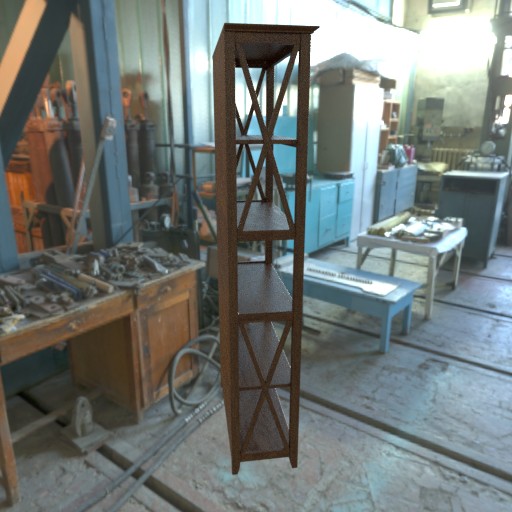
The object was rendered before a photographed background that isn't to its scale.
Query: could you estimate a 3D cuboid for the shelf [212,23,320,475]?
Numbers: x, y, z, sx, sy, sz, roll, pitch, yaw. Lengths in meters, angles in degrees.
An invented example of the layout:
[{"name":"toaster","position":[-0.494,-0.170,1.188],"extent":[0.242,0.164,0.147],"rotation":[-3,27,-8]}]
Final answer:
[{"name":"shelf","position":[0.000,0.000,2.181],"extent":[0.335,1.905,0.805],"rotation":[-2,17,-8]}]
